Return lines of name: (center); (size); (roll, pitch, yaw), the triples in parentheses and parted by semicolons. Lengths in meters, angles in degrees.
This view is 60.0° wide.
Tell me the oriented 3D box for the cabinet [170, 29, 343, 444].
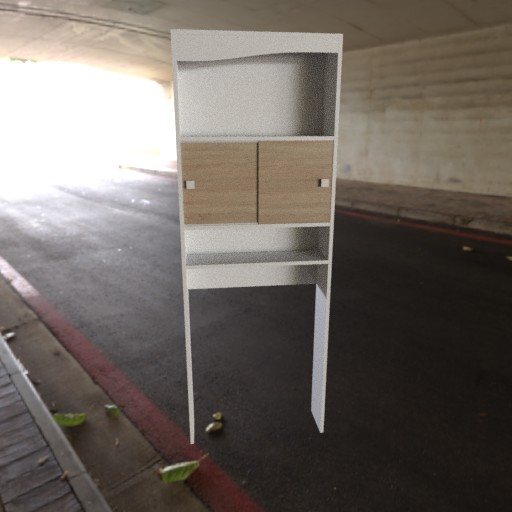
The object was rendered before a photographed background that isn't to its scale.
cabinet: (0.000, 0.000, 1.958); (0.643, 1.770, 0.192); (-2, 16, -7)
